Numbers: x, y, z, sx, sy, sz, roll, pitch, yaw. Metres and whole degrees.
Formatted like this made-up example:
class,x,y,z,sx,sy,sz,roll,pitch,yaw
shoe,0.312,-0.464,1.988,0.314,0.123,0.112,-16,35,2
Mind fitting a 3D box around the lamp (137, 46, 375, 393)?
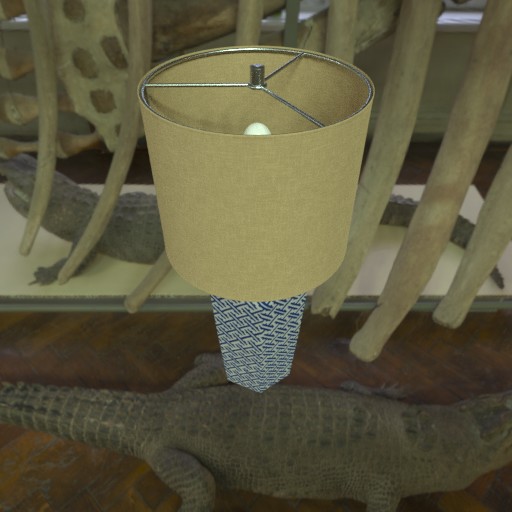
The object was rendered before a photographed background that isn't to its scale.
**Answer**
class,x,y,z,sx,sy,sz,roll,pitch,yaw
lamp,0.000,0.000,0.822,0.320,0.682,0.320,0,42,-1
